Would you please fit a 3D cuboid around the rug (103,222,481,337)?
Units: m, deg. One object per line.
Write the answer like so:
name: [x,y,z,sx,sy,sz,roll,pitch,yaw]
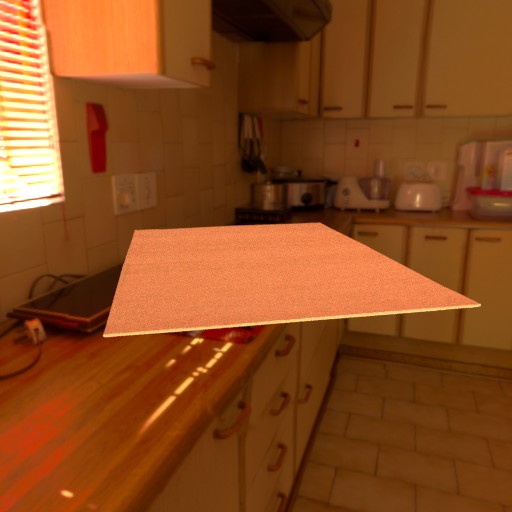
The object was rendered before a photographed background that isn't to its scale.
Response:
rug: [0.000,0.000,4.248,2.434,0.045,3.202,-3,15,-11]
